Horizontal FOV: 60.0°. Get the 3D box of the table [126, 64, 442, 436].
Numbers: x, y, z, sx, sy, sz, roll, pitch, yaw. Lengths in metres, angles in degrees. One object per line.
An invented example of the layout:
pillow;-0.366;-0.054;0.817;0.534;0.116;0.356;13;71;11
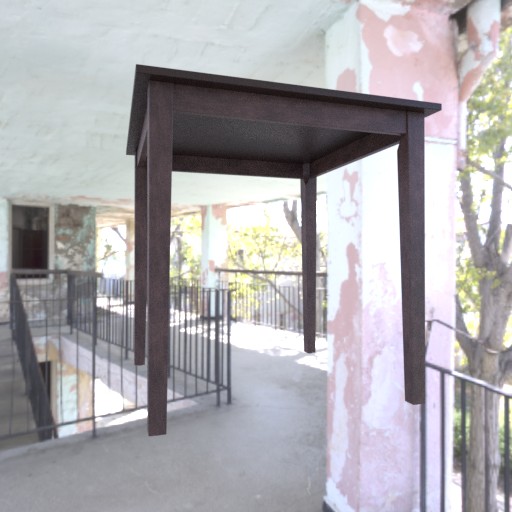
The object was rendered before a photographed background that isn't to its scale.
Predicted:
table;0.000;0.000;1.363;0.749;0.770;0.749;0;0;-18
